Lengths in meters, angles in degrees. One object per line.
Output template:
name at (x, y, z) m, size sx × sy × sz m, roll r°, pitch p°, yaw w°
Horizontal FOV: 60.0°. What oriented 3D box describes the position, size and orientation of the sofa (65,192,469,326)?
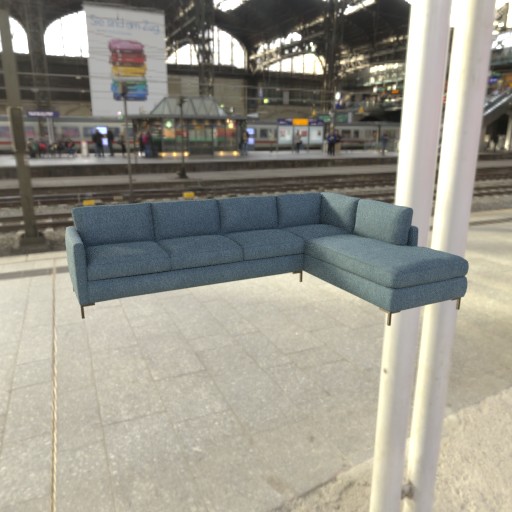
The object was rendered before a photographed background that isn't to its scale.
sofa at (0.000, 0.000, 3.845) m, size 2.949 × 0.815 × 2.007 m, roll -7°, pitch 16°, yaw -25°
